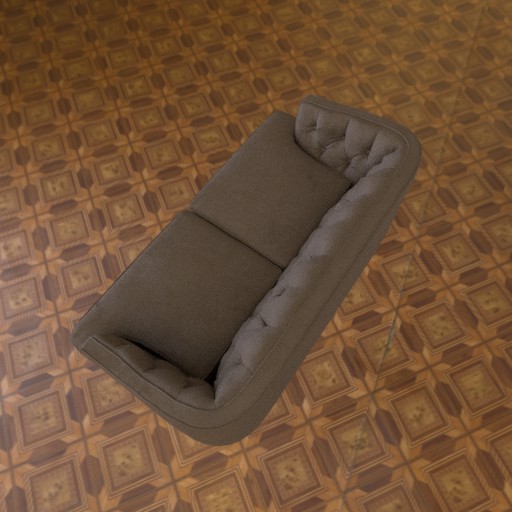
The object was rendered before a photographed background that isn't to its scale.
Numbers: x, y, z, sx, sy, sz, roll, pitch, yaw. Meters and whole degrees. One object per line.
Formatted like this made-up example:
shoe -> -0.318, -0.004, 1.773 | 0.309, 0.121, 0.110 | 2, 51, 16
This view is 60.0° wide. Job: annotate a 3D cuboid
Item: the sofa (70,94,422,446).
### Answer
sofa -> 0.000, 0.000, 2.238 | 0.941, 0.855, 1.733 | 32, 68, 15
